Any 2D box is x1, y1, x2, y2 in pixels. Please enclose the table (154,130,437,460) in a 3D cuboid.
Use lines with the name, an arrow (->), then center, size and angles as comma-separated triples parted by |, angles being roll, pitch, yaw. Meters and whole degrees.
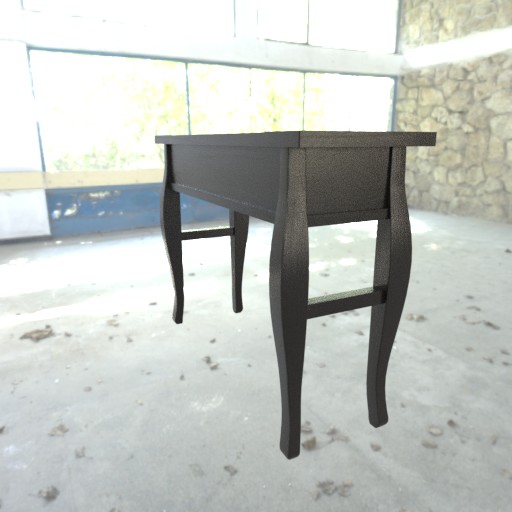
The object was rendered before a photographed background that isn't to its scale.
table -> 0.000, 0.000, 1.451 | 0.373, 0.768, 1.062 | -7, 16, -26
